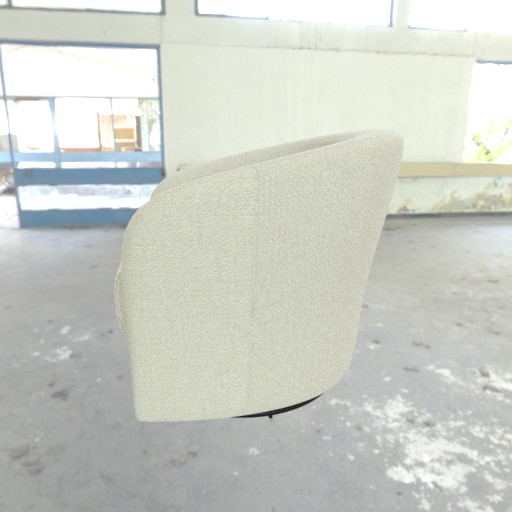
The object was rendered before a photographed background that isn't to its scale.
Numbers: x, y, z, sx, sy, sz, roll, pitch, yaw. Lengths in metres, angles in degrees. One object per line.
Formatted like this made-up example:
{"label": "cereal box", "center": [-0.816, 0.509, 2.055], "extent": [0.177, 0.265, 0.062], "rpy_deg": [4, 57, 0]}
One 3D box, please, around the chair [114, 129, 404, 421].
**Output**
{"label": "chair", "center": [0.000, 0.000, 1.400], "extent": [0.815, 0.771, 0.791], "rpy_deg": [-2, 14, -8]}
